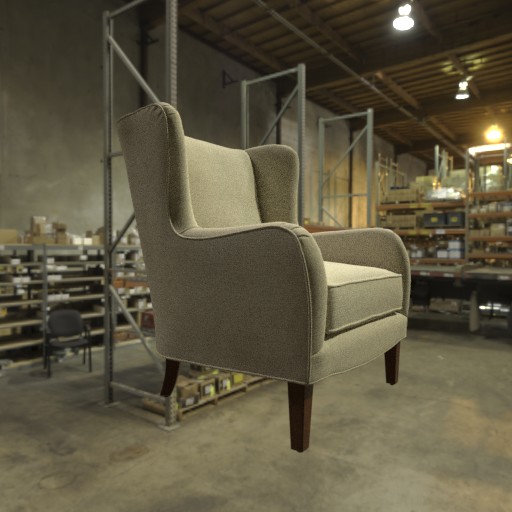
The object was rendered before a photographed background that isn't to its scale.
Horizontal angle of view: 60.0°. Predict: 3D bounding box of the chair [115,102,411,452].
[{"bbox_3d":[0.000,0.000,1.726,0.966,1.040,0.838,1,1,36],"label":"chair"}]
